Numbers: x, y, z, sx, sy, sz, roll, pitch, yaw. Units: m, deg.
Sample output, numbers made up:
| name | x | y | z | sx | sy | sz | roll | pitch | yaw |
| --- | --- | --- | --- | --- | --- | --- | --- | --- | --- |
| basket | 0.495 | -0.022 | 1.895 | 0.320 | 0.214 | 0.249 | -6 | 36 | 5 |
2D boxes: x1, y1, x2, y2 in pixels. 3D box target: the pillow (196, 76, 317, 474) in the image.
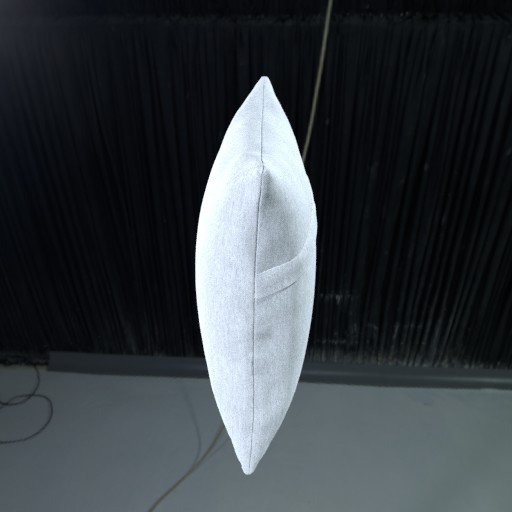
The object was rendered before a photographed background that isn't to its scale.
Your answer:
| name | x | y | z | sx | sy | sz | roll | pitch | yaw |
| --- | --- | --- | --- | --- | --- | --- | --- | --- | --- |
| pillow | 0.000 | 0.000 | 0.665 | 0.173 | 0.436 | 0.433 | 1 | 32 | 1 |
